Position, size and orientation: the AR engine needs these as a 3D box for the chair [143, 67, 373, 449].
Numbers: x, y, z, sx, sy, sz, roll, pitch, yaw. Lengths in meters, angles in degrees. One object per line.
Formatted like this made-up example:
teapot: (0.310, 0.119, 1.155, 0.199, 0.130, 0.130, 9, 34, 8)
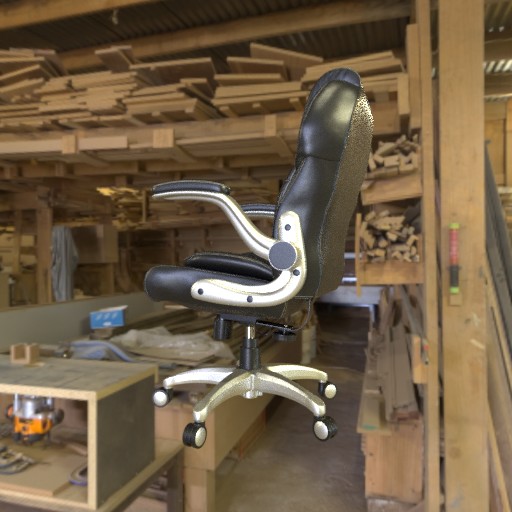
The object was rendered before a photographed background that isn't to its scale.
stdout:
chair: (0.000, 0.000, 1.606, 0.801, 1.141, 0.724, 0, 0, 20)
